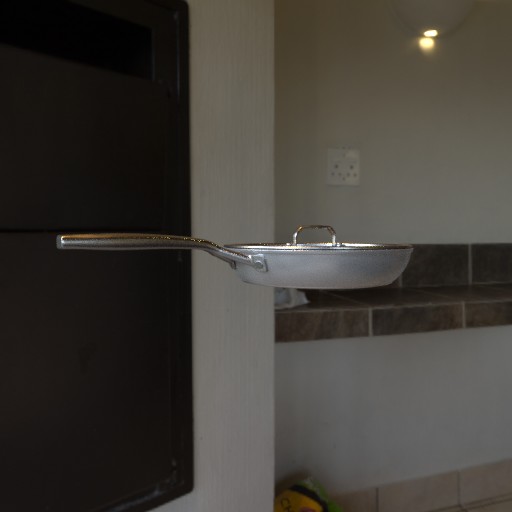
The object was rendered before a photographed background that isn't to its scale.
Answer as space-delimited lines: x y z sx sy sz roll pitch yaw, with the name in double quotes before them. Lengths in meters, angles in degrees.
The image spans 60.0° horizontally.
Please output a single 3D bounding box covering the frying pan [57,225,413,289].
"frying pan" 0.000 0.000 0.589 0.490 0.086 0.272 -2 3 -36
